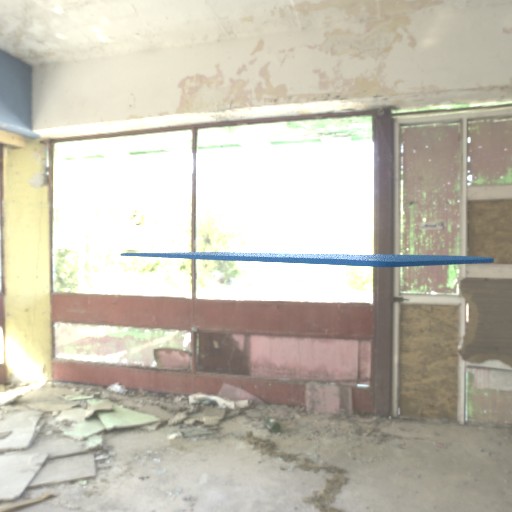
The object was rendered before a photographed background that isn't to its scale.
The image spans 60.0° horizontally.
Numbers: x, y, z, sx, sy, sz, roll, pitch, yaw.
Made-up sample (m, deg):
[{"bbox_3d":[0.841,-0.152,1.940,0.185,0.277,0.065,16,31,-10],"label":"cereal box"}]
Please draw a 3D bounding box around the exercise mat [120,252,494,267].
[{"bbox_3d":[0.000,0.000,2.028,0.616,0.021,1.869,-1,1,-37],"label":"exercise mat"}]
